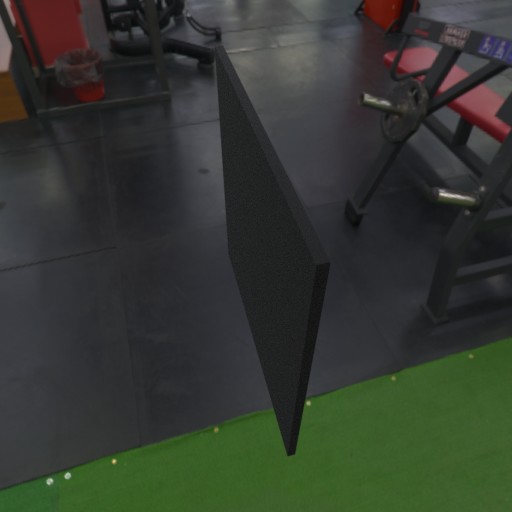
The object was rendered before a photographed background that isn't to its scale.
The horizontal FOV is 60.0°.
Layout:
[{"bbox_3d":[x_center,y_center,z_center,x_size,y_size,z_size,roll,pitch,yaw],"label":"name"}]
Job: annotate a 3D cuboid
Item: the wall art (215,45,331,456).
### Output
[{"bbox_3d":[0.000,0.000,0.688,0.013,0.458,0.456,-11,48,-10],"label":"wall art"}]
